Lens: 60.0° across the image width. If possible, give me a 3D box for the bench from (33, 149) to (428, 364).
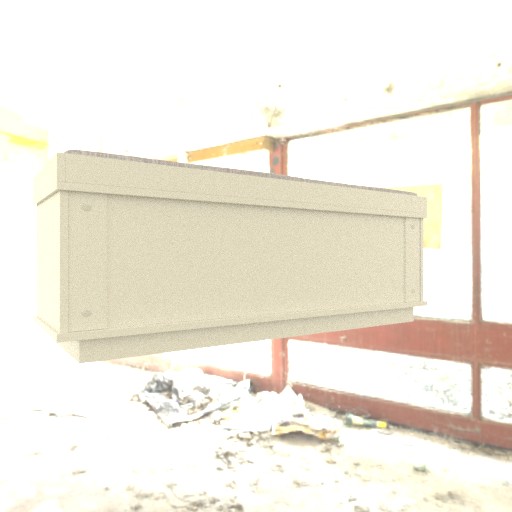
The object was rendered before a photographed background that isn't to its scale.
[{"bbox_3d":[0.000,0.000,1.365,1.196,0.453,0.363,0,0,-34],"label":"bench"}]
